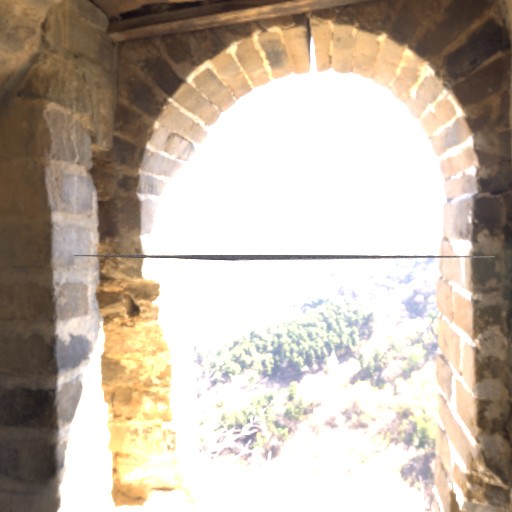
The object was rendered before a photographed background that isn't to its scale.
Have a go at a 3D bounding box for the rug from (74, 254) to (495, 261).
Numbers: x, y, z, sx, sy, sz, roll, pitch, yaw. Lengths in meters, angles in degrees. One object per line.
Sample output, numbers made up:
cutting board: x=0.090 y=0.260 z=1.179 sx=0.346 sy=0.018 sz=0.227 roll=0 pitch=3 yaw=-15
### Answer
rug: x=0.000 y=0.000 z=4.003 sx=2.421 sy=0.008 sz=3.045 roll=0 pitch=1 yaw=-35
